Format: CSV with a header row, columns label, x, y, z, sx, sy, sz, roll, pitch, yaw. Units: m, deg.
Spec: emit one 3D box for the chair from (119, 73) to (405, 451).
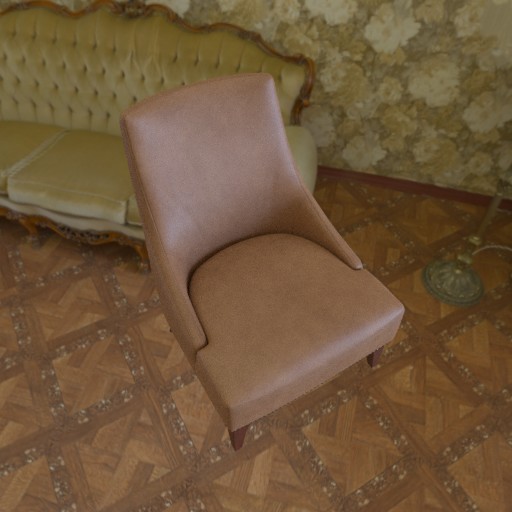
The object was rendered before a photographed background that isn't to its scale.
label,x,y,z,sx,sy,sz,roll,pitch,yaw
chair,0.000,0.000,1.545,0.701,0.909,0.861,-24,51,-21
